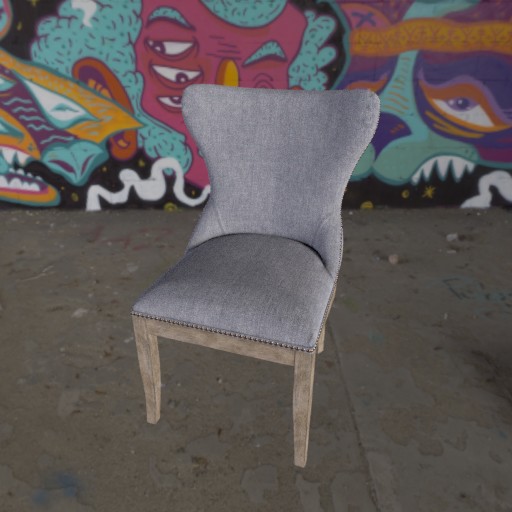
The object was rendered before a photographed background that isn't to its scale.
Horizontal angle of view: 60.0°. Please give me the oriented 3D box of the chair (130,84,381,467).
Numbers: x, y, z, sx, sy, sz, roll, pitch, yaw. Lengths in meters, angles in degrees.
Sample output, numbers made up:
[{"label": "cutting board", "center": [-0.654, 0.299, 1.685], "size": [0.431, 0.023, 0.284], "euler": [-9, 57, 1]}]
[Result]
[{"label": "chair", "center": [0.000, 0.000, 1.451], "size": [0.654, 1.002, 0.681], "euler": [9, 28, 17]}]
